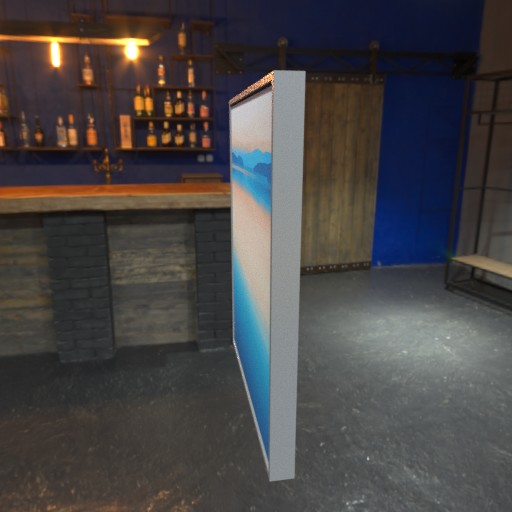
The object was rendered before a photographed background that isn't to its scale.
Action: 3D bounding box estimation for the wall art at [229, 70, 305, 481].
[{"bbox_3d":[0.000,0.000,0.788,0.037,0.554,0.453,-3,15,-9],"label":"wall art"}]
